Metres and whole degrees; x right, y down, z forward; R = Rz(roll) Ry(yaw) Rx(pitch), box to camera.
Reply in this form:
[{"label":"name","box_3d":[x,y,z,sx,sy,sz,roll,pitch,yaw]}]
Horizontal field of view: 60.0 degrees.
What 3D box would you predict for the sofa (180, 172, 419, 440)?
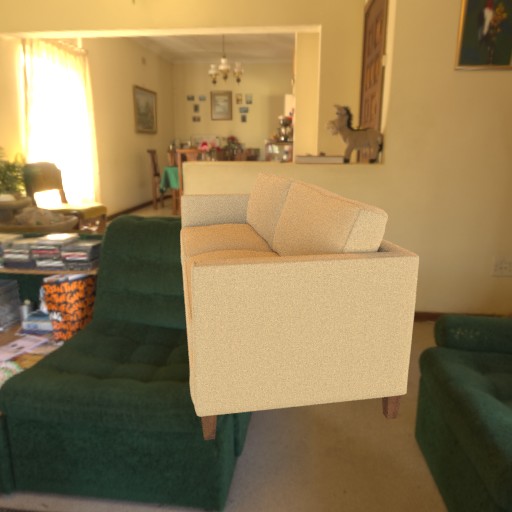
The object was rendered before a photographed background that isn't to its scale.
[{"label":"sofa","box_3d":[0.000,0.000,2.879,0.951,0.968,2.361,-3,15,-10]}]
